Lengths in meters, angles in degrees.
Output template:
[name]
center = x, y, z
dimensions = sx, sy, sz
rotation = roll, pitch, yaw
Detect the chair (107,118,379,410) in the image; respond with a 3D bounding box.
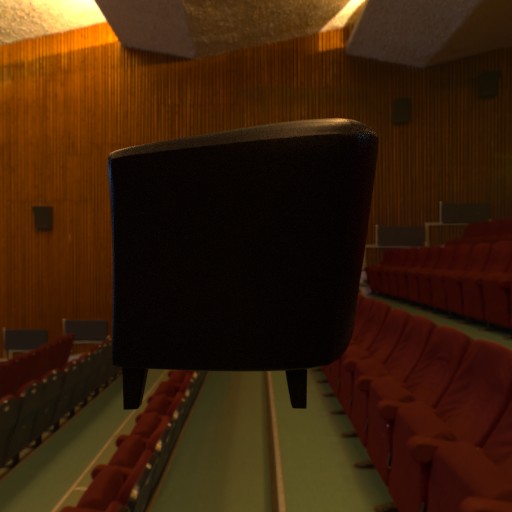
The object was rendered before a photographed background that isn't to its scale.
[chair]
center = 0.000, 0.000, 1.425
dimensions = 0.727, 0.756, 0.793
rotation = 0, 1, -1
